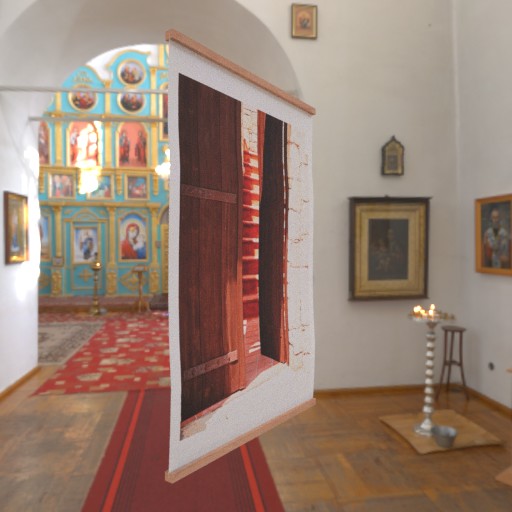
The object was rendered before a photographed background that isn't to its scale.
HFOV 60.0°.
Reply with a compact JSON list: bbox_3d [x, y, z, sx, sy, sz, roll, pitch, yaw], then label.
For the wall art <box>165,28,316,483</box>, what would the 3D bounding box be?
[{"bbox_3d":[0.000,0.000,0.633,0.012,0.508,0.332,0,0,36],"label":"wall art"}]
